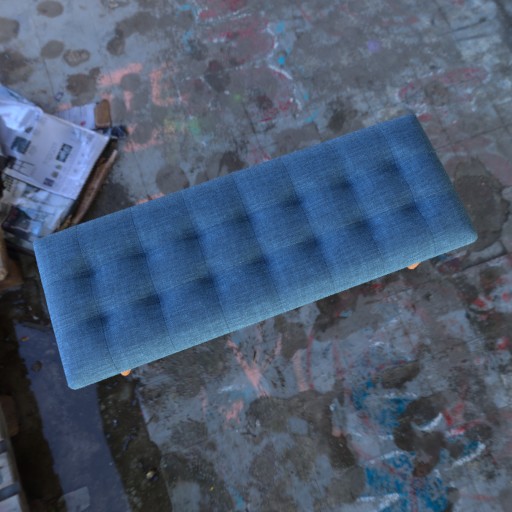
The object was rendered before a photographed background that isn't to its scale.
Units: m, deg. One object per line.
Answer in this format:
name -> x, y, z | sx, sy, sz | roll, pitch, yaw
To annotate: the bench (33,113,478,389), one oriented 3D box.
bench -> 0.000, 0.000, 1.336 | 1.118, 0.432, 0.406 | -20, 76, -5
